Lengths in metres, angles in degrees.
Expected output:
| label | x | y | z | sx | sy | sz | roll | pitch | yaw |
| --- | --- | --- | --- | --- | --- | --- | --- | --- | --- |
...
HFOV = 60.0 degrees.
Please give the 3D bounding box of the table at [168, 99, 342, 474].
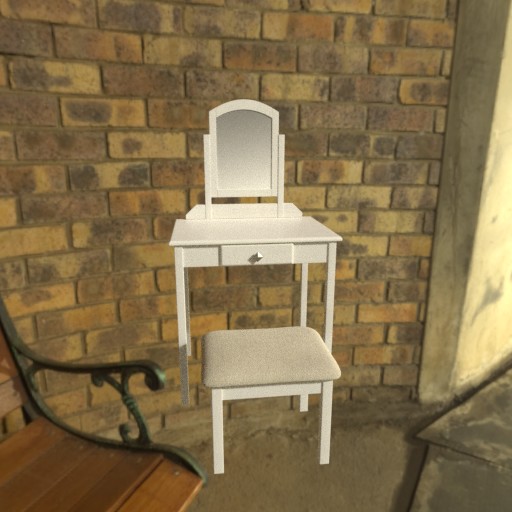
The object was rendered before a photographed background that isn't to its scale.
| label | x | y | z | sx | sy | sz | roll | pitch | yaw |
| --- | --- | --- | --- | --- | --- | --- | --- | --- | --- |
| table | 0.000 | 0.000 | 2.295 | 0.876 | 1.631 | 1.211 | -2 | 15 | -7 |
